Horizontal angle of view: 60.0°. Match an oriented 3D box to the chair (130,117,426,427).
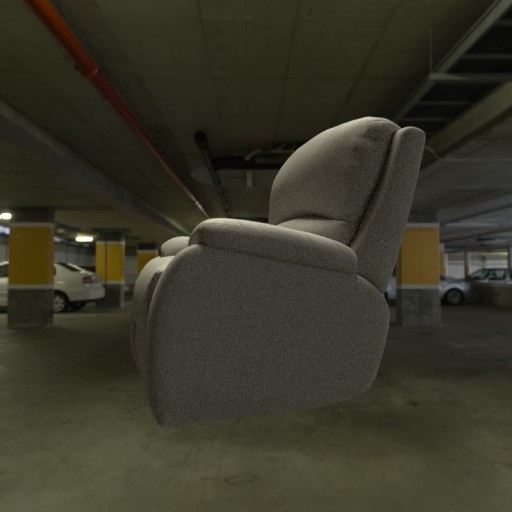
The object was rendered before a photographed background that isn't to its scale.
[{"bbox_3d":[0.000,0.000,1.699,0.899,1.011,0.930,1,-2,-19],"label":"chair"}]
